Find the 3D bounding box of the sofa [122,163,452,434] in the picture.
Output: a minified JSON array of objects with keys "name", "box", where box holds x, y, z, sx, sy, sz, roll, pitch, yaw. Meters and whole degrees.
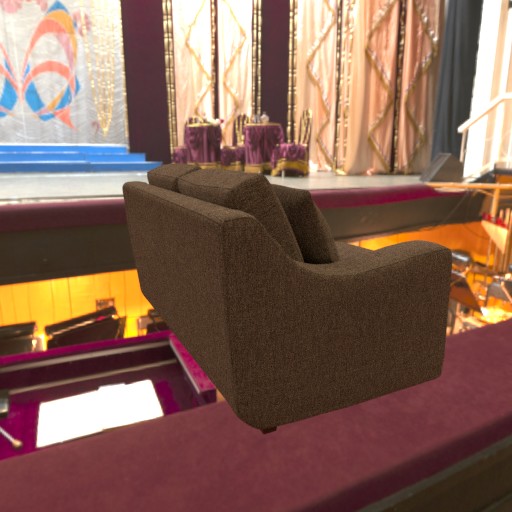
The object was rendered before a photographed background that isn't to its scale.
[{"name":"sofa","box":[0.000,0.000,2.457,1.120,0.991,1.778,-7,15,-25]}]
